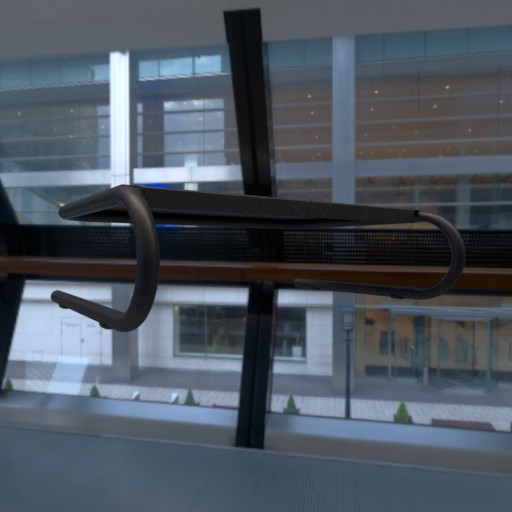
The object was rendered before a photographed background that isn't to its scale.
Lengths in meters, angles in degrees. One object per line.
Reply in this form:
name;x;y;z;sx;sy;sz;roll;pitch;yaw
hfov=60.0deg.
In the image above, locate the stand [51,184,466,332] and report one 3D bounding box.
stand;0.000;0.000;0.490;0.370;0.108;0.280;-1;1;-35
